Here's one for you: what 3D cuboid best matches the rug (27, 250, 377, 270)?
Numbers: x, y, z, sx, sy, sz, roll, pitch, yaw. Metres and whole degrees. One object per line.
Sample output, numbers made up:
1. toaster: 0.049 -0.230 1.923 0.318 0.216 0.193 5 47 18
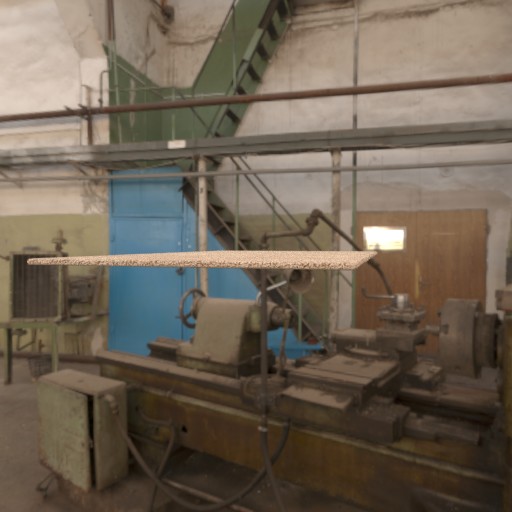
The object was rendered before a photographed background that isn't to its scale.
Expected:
1. rug: 0.000 0.000 3.028 1.524 0.030 2.438 1 2 17
